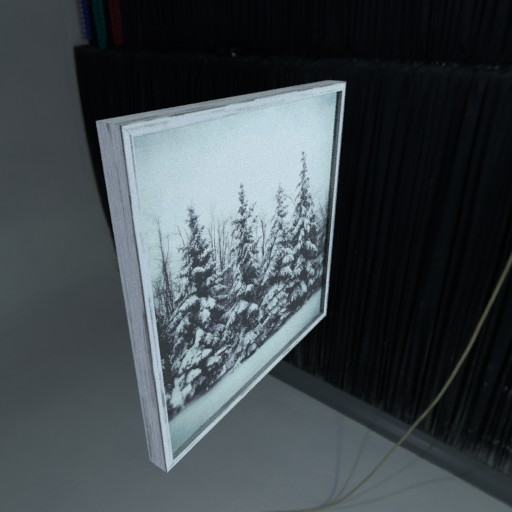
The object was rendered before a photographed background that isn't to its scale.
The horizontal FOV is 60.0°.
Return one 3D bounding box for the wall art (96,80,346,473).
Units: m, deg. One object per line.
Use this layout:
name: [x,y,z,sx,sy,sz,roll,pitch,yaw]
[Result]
wall art: [0.000,0.000,0.738,0.038,0.506,0.506,18,32,31]
